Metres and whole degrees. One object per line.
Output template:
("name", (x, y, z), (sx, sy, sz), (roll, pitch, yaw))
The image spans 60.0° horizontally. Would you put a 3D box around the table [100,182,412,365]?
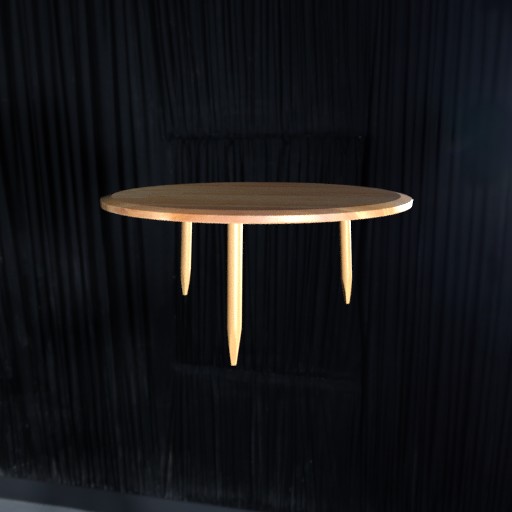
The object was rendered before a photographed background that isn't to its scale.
("table", (0.000, 0.000, 1.395), (0.900, 0.400, 0.900), (0, 13, 0))
